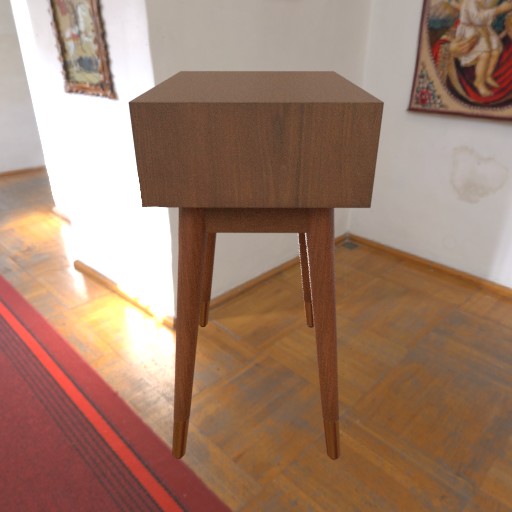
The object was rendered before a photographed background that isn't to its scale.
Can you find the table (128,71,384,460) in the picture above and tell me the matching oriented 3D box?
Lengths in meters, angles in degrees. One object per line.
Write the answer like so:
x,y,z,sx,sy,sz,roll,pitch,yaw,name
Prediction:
0.000,0.000,0.817,0.300,0.599,0.406,0,28,0,table
